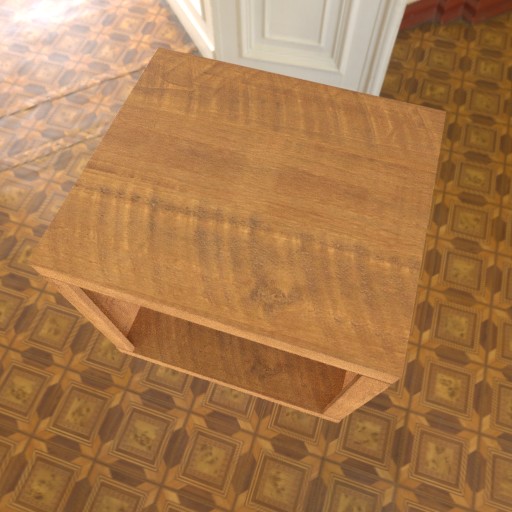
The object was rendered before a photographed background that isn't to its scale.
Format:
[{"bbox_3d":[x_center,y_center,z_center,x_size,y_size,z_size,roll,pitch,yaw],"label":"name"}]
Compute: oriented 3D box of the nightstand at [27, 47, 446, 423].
[{"bbox_3d":[0.000,0.000,0.856,0.493,0.491,0.436,16,64,8],"label":"nightstand"}]
